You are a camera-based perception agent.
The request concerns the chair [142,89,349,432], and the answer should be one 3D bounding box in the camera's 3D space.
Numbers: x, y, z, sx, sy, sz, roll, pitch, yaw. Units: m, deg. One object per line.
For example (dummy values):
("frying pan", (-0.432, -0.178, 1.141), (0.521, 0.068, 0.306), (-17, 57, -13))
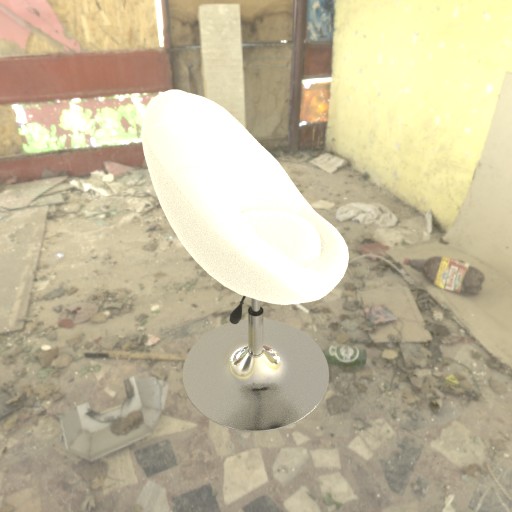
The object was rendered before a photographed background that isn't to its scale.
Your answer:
("chair", (0.000, 0.000, 1.803), (0.736, 1.261, 0.940), (1, 32, 1))
